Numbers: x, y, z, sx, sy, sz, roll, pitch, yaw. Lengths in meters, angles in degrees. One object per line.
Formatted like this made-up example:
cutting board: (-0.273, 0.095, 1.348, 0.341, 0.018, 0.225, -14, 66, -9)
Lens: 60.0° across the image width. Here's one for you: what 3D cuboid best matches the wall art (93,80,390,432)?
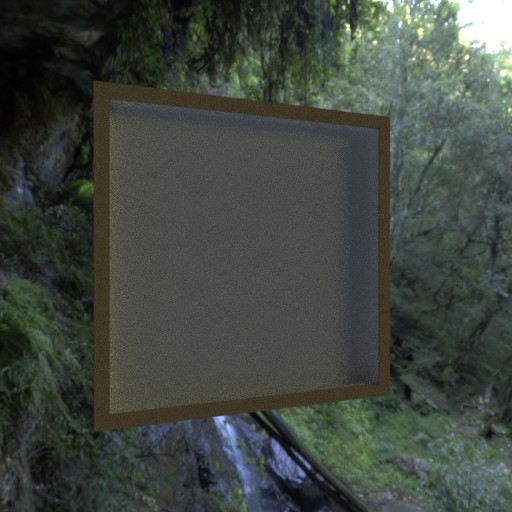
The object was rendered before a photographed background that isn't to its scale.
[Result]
wall art: (0.000, 0.000, 0.889, 0.612, 0.612, 0.038, 0, 0, -19)
